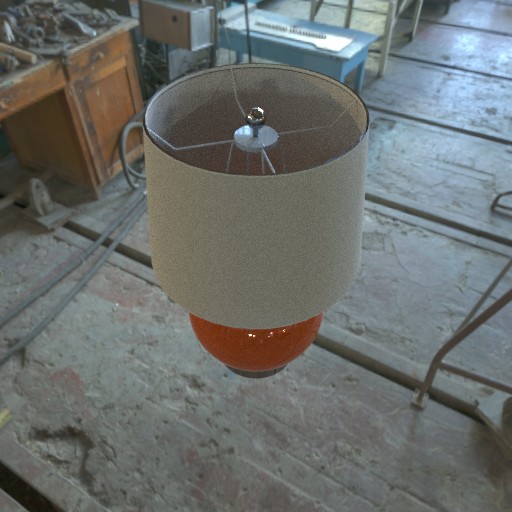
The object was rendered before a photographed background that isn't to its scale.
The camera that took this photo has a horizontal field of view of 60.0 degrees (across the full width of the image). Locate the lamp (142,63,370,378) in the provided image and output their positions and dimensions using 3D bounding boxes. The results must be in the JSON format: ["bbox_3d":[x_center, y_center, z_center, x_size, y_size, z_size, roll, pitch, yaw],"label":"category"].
[{"bbox_3d":[0.000,0.000,0.544,0.247,0.387,0.247,0,46,0],"label":"lamp"}]
